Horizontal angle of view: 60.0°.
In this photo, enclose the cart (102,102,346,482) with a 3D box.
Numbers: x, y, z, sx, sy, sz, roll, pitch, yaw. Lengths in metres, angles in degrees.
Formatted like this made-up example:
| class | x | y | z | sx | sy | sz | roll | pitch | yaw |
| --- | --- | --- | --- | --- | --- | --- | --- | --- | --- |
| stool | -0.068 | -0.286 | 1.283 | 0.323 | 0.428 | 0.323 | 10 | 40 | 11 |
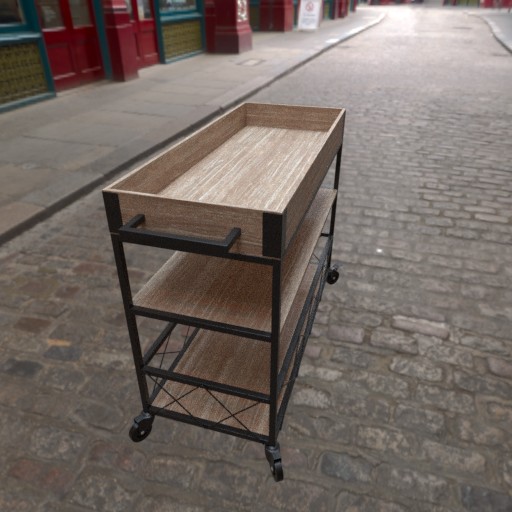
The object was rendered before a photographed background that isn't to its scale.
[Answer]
| class | x | y | z | sx | sy | sz | roll | pitch | yaw |
| --- | --- | --- | --- | --- | --- | --- | --- | --- | --- |
| cart | 0.000 | 0.000 | 1.486 | 0.500 | 0.787 | 1.101 | 9 | 31 | 15 |
